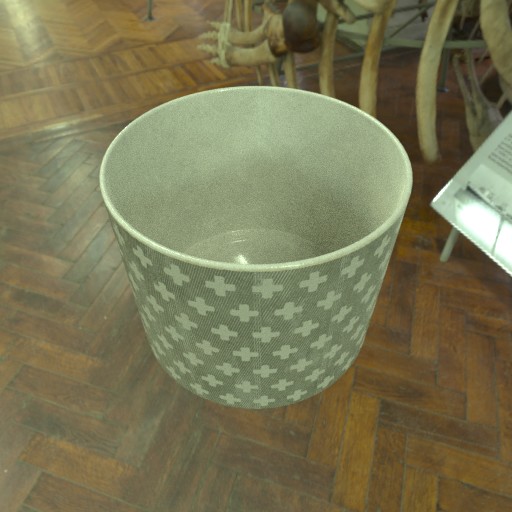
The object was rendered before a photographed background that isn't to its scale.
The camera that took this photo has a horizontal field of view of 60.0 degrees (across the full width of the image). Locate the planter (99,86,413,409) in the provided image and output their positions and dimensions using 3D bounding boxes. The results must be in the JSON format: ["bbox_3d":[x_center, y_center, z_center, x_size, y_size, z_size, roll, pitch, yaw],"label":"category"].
[{"bbox_3d":[0.000,0.000,0.341,0.190,0.181,0.190,0,46,0],"label":"planter"}]
